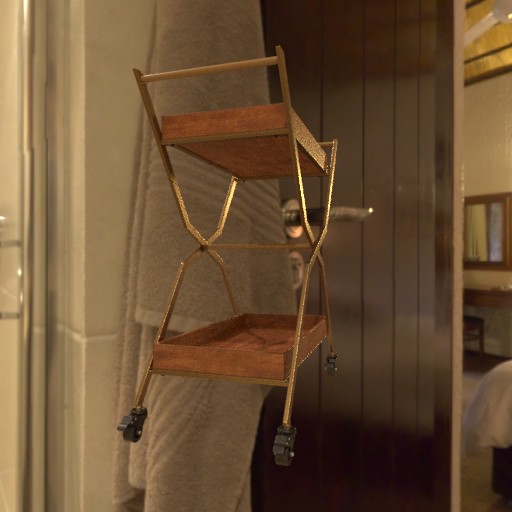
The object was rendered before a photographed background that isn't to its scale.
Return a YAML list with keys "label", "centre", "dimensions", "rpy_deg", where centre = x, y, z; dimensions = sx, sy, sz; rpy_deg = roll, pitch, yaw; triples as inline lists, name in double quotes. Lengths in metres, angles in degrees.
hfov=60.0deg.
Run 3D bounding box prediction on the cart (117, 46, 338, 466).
- label: "cart"
  centre: [0.000, 0.000, 1.332]
  dimensions: [0.405, 0.869, 0.836]
  rpy_deg: [0, 0, 18]
